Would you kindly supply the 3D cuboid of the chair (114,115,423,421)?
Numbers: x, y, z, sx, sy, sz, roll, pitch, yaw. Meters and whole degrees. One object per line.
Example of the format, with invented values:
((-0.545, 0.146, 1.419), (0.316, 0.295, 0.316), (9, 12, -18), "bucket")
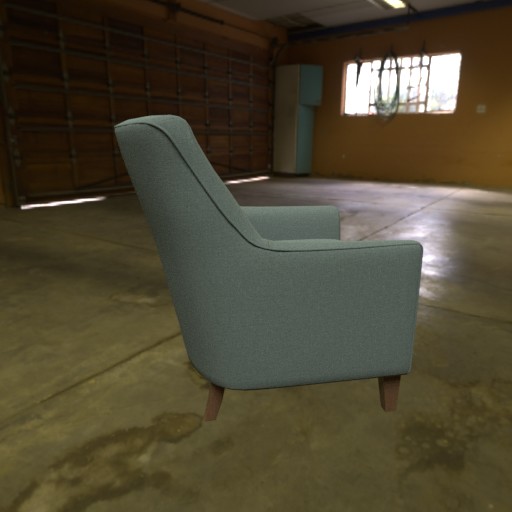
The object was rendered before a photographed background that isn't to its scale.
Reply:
((0.000, 0.000, 1.565), (0.879, 0.916, 0.756), (-3, 15, -10), "chair")
